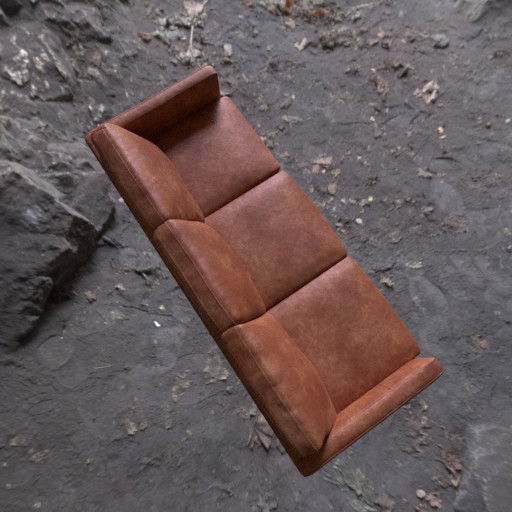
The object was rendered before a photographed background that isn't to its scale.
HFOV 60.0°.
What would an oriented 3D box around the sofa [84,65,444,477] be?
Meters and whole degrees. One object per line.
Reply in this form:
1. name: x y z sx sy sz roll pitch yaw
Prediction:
1. sofa: 0.000 0.000 2.965 1.045 1.006 2.464 -33 78 -8
